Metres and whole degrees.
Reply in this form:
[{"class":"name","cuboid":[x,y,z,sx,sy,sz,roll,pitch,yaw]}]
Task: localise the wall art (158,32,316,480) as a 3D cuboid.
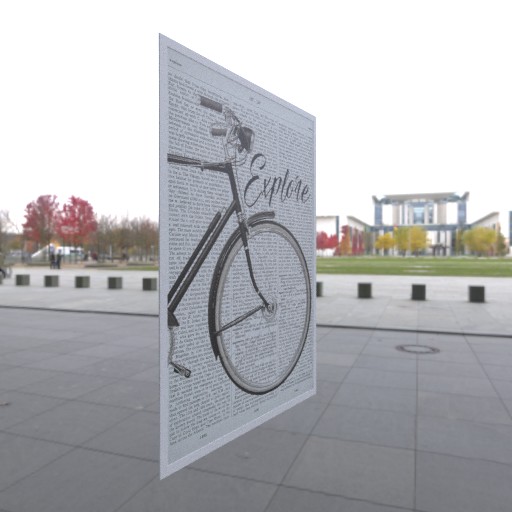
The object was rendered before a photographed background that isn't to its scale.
[{"class":"wall art","cuboid":[0.000,0.000,0.791,0.003,0.610,0.457,0,0,35]}]
